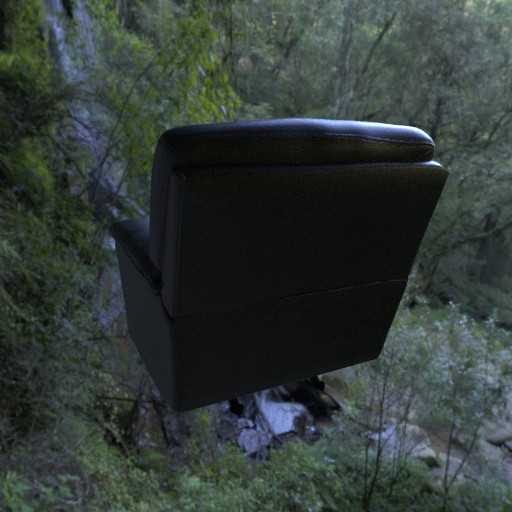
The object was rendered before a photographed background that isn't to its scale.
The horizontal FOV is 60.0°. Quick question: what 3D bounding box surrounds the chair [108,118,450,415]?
[{"bbox_3d":[0.000,0.000,1.922,1.096,1.109,1.087,-7,16,-26],"label":"chair"}]
